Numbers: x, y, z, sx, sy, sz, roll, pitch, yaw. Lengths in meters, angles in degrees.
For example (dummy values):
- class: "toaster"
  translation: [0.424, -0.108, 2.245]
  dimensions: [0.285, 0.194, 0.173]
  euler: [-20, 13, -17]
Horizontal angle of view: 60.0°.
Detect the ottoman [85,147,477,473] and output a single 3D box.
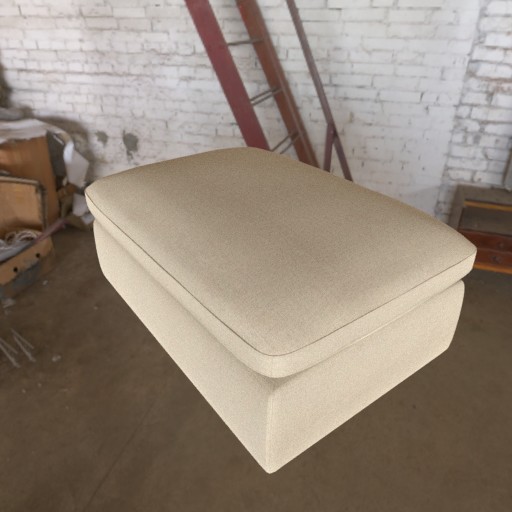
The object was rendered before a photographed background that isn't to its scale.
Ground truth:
- class: "ottoman"
  translation: [0.000, 0.000, 1.308]
  dimensions: [0.686, 0.453, 0.984]
  euler: [-21, 36, -31]
